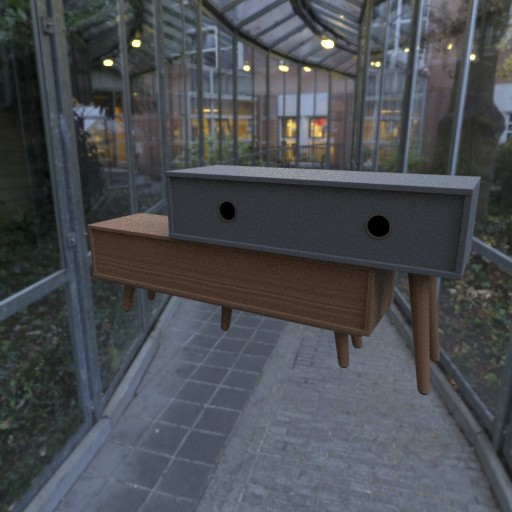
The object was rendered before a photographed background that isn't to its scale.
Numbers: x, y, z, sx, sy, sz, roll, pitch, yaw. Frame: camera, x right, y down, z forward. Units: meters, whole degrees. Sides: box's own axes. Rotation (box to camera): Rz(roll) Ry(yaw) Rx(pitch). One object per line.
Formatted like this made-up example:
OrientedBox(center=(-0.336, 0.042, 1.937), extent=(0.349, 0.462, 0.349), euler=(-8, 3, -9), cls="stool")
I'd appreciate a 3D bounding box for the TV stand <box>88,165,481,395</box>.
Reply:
OrientedBox(center=(0.000, 0.000, 1.560), extent=(1.336, 0.591, 0.329), euler=(9, 18, 28), cls="TV stand")
